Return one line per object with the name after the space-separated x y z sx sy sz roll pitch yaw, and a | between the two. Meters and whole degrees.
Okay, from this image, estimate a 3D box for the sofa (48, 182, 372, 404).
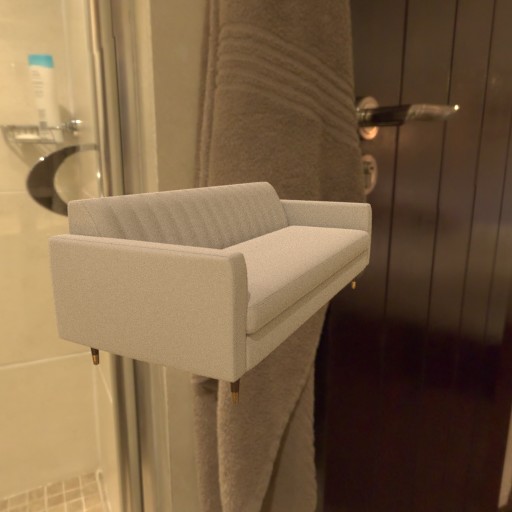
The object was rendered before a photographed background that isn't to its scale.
0.000 0.000 2.787 0.990 0.821 2.291 6 14 26 | sofa
